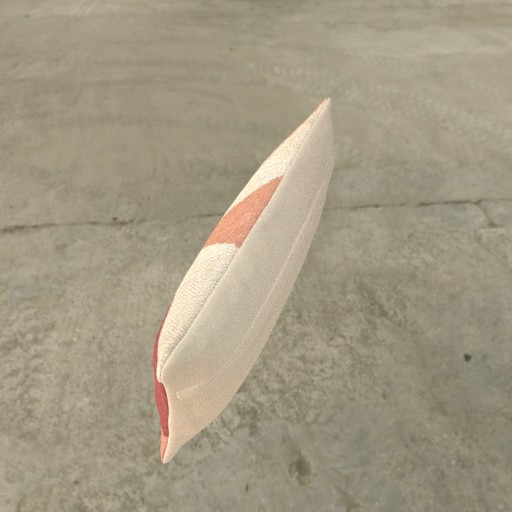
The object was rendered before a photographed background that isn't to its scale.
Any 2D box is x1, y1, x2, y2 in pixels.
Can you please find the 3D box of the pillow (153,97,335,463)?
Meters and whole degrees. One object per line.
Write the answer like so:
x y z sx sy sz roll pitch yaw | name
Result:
0.000 0.000 0.722 0.155 0.292 0.609 16 48 15 | pillow
